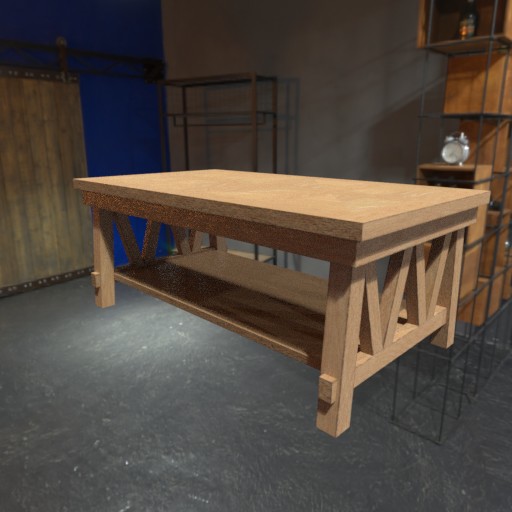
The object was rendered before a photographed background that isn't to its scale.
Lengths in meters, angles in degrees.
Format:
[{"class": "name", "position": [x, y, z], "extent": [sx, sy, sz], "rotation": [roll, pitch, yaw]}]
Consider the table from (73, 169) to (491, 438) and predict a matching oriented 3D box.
[{"class": "table", "position": [0.000, 0.000, 1.577], "extent": [1.270, 0.507, 0.711], "rotation": [14, 21, 43]}]
